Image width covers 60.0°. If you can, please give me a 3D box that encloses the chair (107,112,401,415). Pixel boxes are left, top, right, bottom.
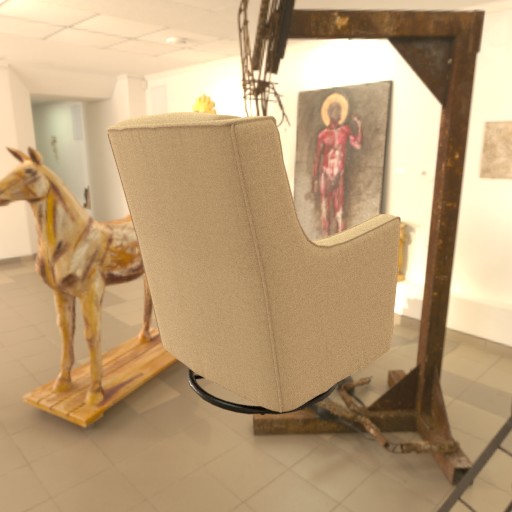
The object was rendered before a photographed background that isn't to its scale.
[{"bbox_3d":[0.000,0.000,1.662,0.879,0.993,0.732,-13,20,-43],"label":"chair"}]
